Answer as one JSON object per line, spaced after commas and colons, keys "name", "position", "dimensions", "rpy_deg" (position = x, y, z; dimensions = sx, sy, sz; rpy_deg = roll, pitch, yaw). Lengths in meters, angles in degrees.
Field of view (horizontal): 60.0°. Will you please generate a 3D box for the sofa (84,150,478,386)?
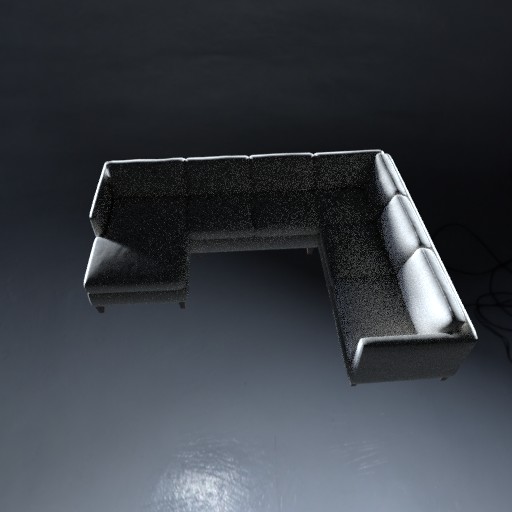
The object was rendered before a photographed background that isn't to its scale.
{"name": "sofa", "position": [0.000, 0.000, 4.314], "dimensions": [3.238, 0.853, 2.551], "rpy_deg": [-3, 47, -3]}
